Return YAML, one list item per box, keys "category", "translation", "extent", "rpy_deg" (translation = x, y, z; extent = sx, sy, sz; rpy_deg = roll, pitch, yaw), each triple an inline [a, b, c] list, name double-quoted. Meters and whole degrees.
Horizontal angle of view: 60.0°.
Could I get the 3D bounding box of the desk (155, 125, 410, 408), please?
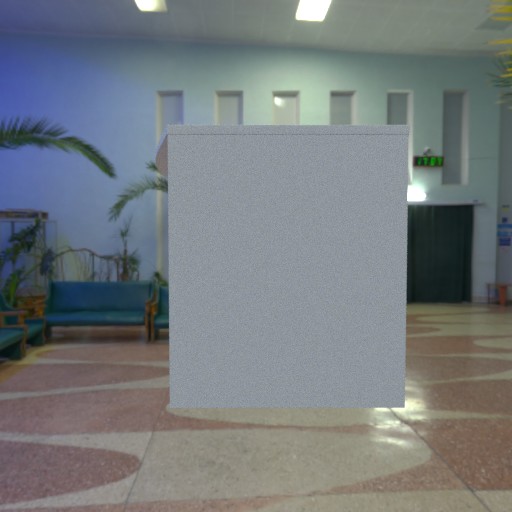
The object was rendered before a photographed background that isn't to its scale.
- category: "desk"
  translation: [0.000, 0.000, 1.972]
  extent: [0.802, 0.750, 1.600]
  rpy_deg: [0, 2, 0]
